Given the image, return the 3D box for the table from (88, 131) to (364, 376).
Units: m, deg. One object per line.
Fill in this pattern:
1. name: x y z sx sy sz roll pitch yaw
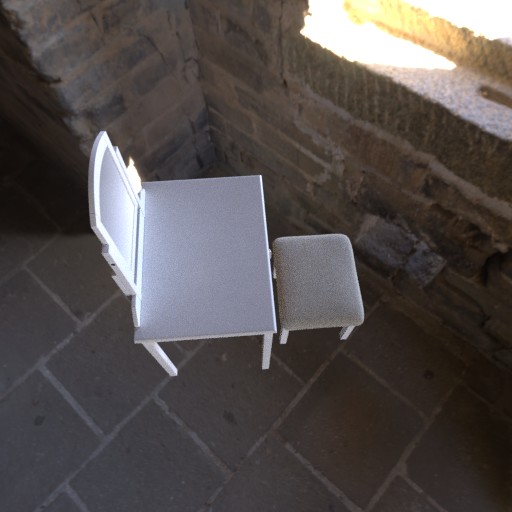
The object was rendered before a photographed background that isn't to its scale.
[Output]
1. table: 0.000 0.000 2.288 1.211 1.631 0.876 -4 64 -2
